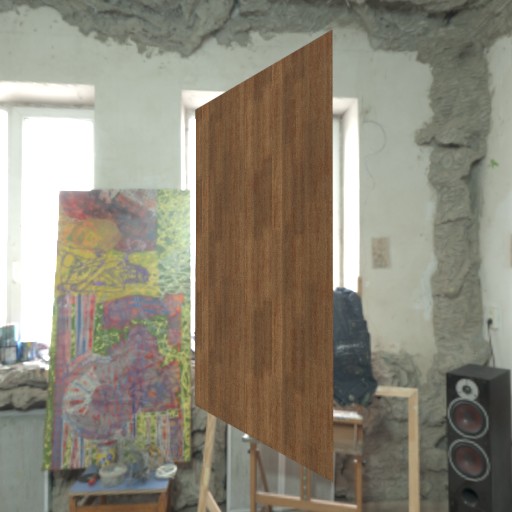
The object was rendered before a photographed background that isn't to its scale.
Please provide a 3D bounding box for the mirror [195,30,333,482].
[{"bbox_3d":[0.000,0.000,1.265,0.047,1.010,0.651,0,-1,-36],"label":"mirror"}]
